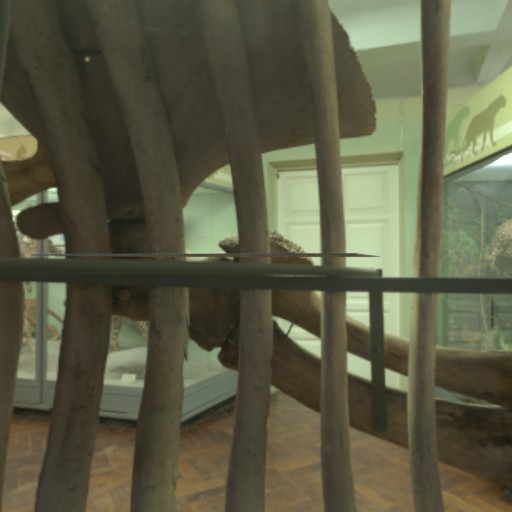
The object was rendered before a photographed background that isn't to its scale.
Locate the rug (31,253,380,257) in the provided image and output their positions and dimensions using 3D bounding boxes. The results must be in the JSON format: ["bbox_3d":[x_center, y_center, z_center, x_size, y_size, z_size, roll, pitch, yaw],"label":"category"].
[{"bbox_3d":[0.000,0.000,2.972,1.522,0.006,2.286,0,0,18],"label":"rug"}]
